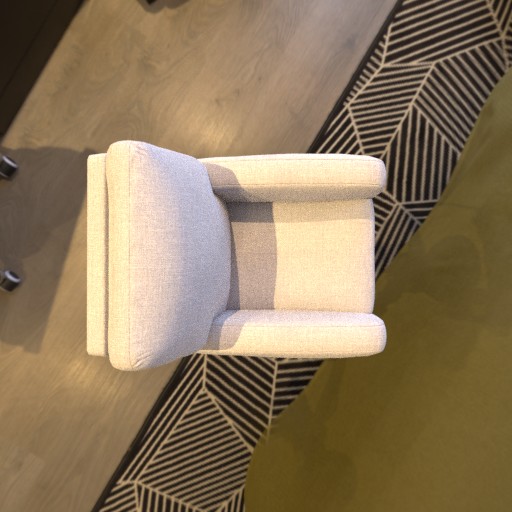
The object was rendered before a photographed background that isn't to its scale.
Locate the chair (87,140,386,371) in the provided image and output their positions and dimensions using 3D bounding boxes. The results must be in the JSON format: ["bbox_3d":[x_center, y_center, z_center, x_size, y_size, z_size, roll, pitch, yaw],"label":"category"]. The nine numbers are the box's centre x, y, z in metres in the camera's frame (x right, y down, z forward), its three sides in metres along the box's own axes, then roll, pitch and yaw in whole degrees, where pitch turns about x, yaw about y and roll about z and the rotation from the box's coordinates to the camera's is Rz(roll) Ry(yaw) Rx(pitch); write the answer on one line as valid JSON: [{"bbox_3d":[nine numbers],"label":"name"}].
[{"bbox_3d":[0.000,0.000,1.699,0.990,0.990,0.762,0,90,0],"label":"chair"}]
